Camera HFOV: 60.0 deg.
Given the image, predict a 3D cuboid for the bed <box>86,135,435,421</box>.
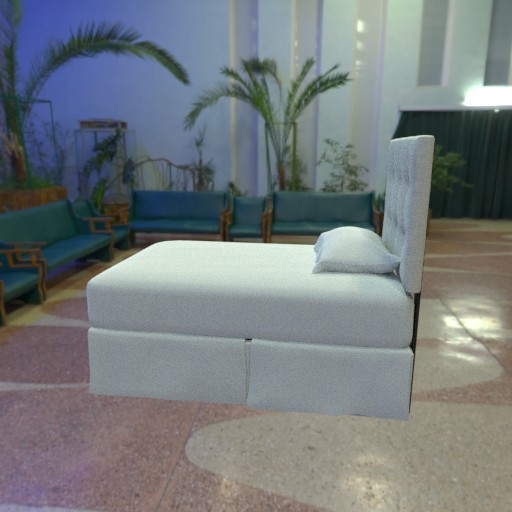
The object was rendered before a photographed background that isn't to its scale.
[{"bbox_3d":[0.000,0.000,3.046,1.997,1.571,1.261,2,14,9],"label":"bed"}]
